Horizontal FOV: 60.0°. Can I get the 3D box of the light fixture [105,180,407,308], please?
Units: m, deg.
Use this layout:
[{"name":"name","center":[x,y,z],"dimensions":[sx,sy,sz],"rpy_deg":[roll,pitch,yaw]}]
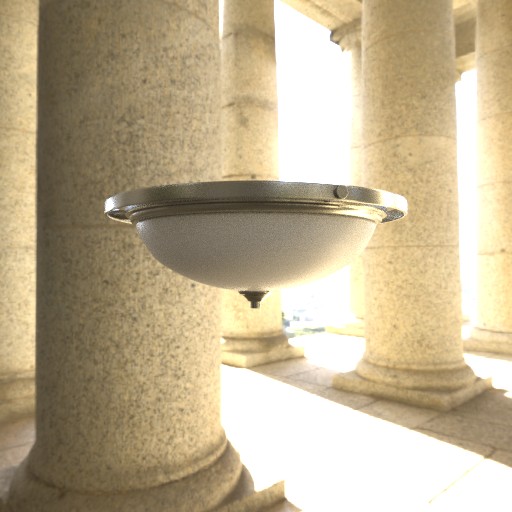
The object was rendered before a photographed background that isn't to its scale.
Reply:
[{"name":"light fixture","center":[0.000,0.000,0.558],"dimensions":[0.361,0.130,0.361],"rpy_deg":[0,-1,0]}]
